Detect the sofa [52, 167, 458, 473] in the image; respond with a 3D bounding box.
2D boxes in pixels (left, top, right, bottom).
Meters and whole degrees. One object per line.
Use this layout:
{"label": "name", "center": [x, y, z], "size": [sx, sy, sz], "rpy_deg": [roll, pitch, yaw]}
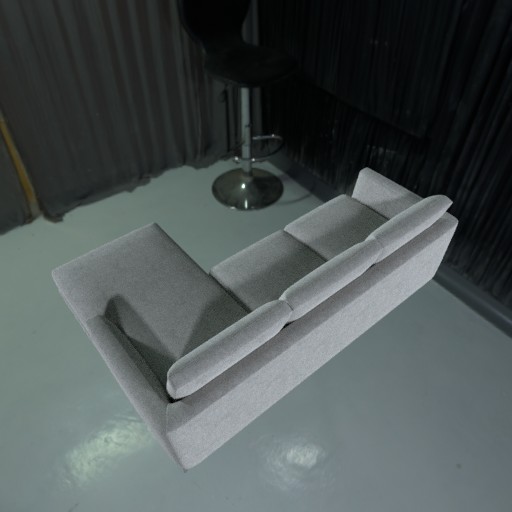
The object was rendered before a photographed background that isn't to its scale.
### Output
{"label": "sofa", "center": [0.000, 0.000, 3.140], "size": [2.438, 0.864, 1.626], "rpy_deg": [-30, 52, -27]}
